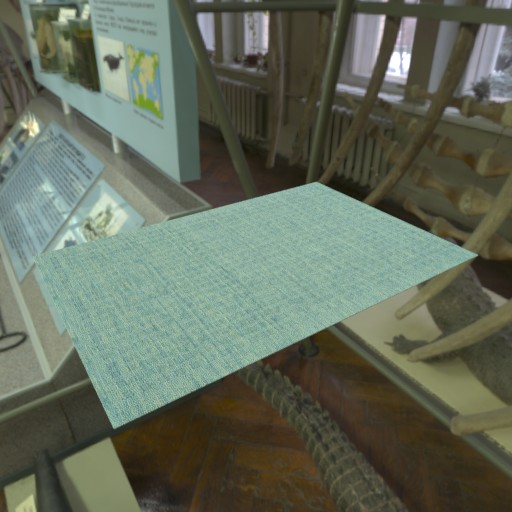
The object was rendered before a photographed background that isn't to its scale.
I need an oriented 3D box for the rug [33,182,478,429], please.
[{"bbox_3d":[0.000,0.000,2.732,2.286,0.006,1.522,-19,35,-29],"label":"rug"}]
